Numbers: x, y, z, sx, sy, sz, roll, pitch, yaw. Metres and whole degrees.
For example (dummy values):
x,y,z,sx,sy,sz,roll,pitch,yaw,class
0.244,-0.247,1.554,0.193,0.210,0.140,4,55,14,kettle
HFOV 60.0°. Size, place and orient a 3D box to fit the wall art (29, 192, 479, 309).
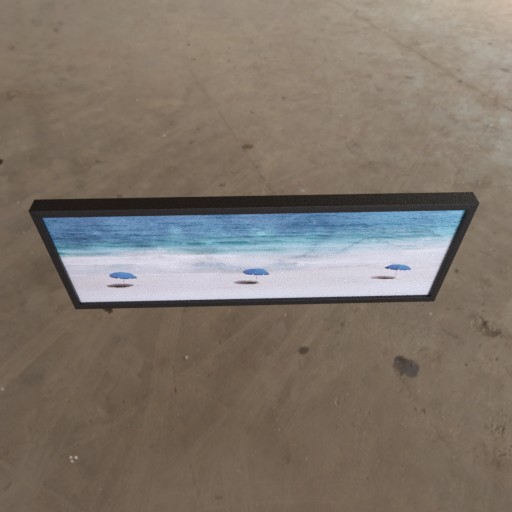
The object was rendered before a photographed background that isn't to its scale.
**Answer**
x,y,z,sx,sy,sz,roll,pitch,yaw,class
0.000,0.000,0.966,0.860,0.303,0.037,-1,46,-1,wall art
